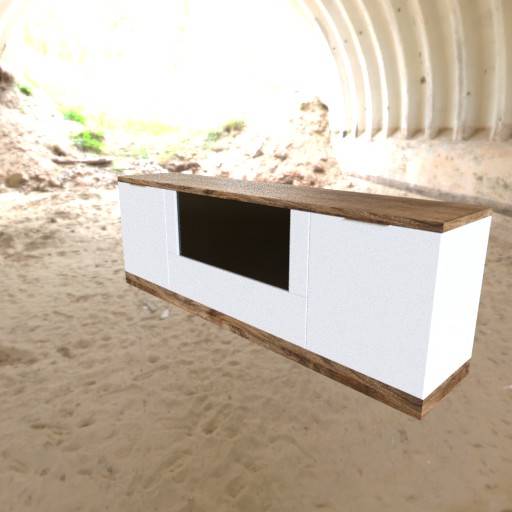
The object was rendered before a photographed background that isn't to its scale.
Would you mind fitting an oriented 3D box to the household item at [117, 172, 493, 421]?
[{"bbox_3d":[0.000,0.000,2.009,0.390,0.615,1.800,-15,22,-42],"label":"household item"}]
